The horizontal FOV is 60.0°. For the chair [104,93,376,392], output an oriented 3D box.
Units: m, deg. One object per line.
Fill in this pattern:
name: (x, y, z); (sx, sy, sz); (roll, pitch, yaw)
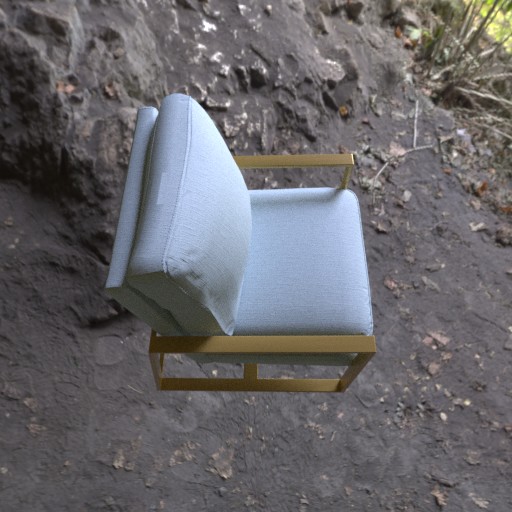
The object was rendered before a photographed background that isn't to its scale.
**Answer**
chair: (0.000, 0.000, 1.581); (0.813, 0.956, 0.758); (1, 62, 0)
